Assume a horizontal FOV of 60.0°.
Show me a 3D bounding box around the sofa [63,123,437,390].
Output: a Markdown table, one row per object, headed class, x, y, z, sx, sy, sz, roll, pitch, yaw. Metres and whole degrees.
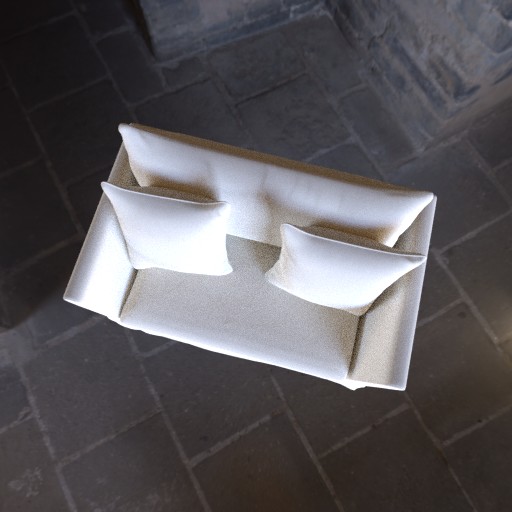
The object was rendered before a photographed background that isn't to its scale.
| class | x | y | z | sx | sy | sz | roll | pitch | yaw |
| --- | --- | --- | --- | --- | --- | --- | --- | --- | --- |
| sofa | 0.000 | 0.000 | 2.320 | 1.608 | 1.039 | 1.026 | 14 | 75 | 4 |
